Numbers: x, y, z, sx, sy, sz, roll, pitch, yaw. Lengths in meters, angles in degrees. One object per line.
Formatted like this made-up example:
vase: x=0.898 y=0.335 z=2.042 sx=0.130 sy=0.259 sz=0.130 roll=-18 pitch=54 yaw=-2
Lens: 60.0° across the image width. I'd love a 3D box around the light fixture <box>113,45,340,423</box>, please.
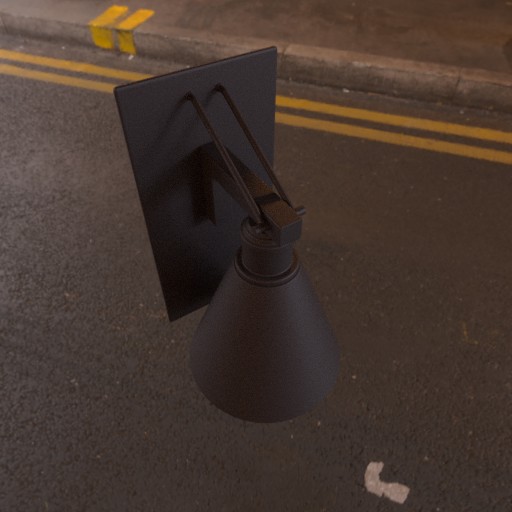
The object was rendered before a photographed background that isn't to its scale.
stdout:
light fixture: x=0.000 y=0.000 z=0.415 sx=0.170 sy=0.298 sz=0.207 roll=-25 pitch=51 yaw=-22
